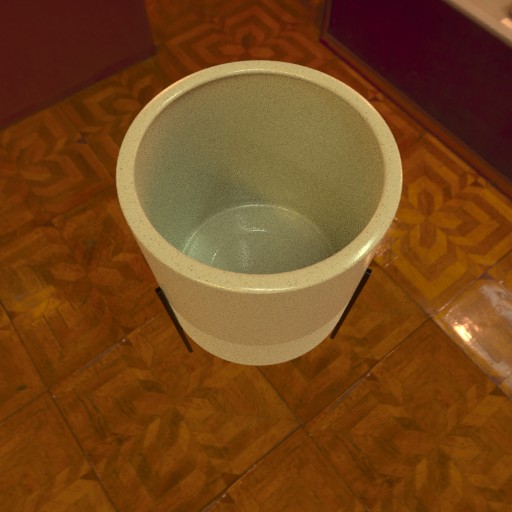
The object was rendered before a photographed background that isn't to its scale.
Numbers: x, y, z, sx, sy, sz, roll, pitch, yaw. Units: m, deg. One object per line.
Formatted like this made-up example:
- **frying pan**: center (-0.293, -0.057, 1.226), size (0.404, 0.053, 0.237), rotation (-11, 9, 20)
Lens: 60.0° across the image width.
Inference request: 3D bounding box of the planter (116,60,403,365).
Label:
- **planter**: center (0.000, 0.000, 0.698), size (0.323, 0.475, 0.314), rotation (-33, 68, -15)
